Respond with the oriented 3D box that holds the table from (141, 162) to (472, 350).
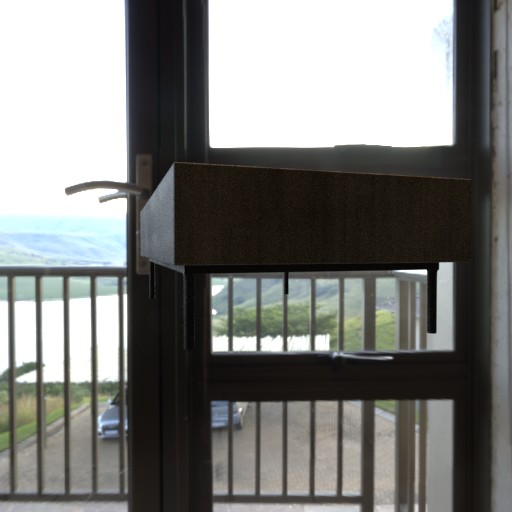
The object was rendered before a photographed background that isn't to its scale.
[{"bbox_3d":[0.000,0.000,1.386,0.643,0.347,1.088,0,1,-18],"label":"table"}]
